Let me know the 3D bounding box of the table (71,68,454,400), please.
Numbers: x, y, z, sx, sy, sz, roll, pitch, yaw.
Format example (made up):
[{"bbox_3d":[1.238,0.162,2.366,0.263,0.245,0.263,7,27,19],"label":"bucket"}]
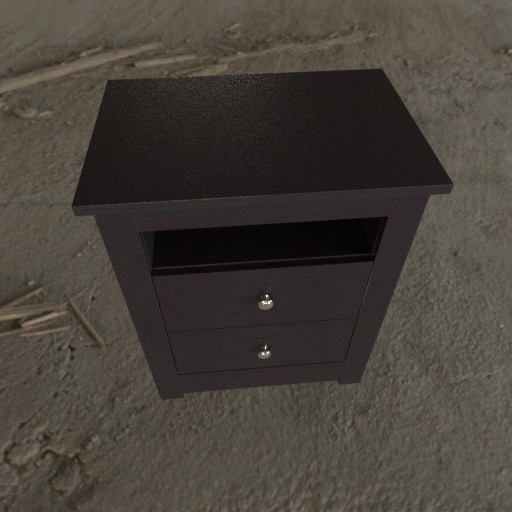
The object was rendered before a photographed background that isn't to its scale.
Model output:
[{"bbox_3d":[0.000,0.000,1.075,0.589,0.711,0.408,-4,48,-3],"label":"table"}]
